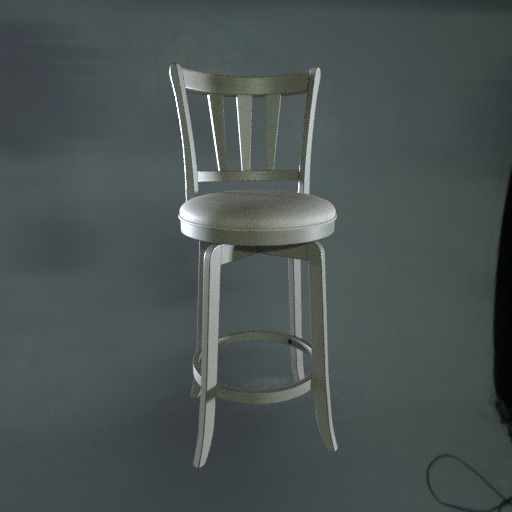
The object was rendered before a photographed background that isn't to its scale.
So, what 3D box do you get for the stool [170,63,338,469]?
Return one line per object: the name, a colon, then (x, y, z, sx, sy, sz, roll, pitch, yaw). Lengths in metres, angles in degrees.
stool: (0.000, 0.000, 1.256, 0.436, 1.042, 0.475, -3, 16, -9)
